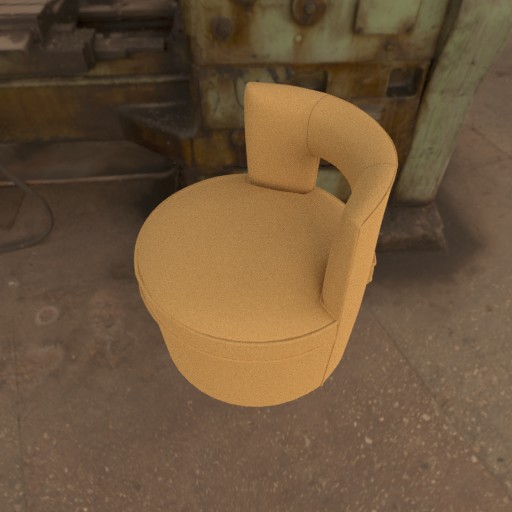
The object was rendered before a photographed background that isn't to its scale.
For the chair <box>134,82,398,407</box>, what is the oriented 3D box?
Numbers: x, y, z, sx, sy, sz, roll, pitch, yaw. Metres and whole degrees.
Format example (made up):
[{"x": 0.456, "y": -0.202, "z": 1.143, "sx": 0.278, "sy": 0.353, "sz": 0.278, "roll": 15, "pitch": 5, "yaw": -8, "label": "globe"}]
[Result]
[{"x": 0.000, "y": 0.000, "z": 1.256, "sx": 0.665, "sy": 0.723, "sz": 0.650, "roll": -16, "pitch": 50, "yaw": -14, "label": "chair"}]
